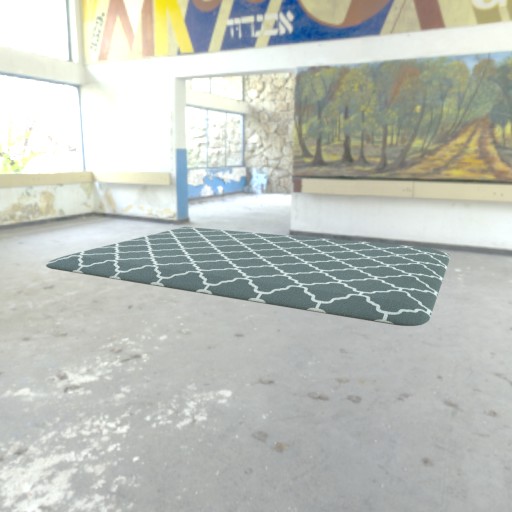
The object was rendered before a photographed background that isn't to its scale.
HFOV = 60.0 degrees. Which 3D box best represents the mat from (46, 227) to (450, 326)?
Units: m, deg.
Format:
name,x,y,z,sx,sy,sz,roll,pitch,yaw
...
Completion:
name,x,y,z,sx,sy,sz,roll,pitch,yaw
mat,0.000,0.000,0.974,0.762,0.021,0.508,6,14,26
